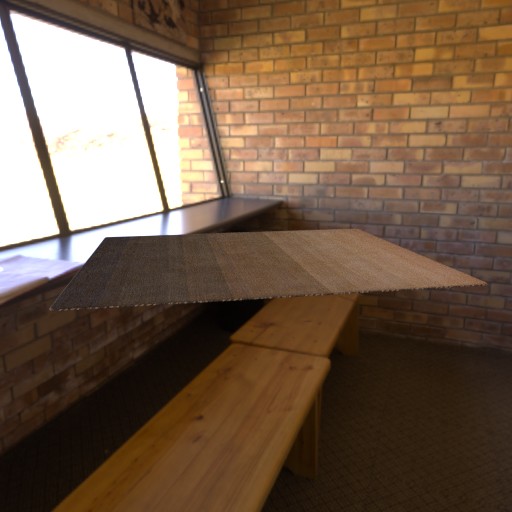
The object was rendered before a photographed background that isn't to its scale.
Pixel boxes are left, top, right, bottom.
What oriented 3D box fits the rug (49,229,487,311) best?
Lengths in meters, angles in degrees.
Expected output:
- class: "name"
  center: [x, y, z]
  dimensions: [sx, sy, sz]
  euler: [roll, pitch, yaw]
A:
- class: "rug"
  center: [0.000, 0.000, 3.951]
  dimensions: [2.902, 0.017, 2.305]
  euler: [-2, 14, -10]
